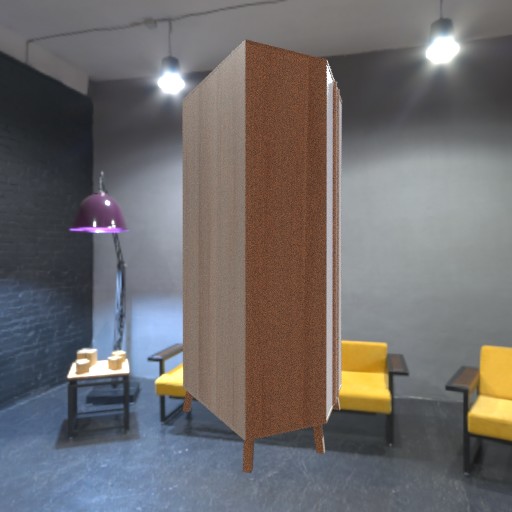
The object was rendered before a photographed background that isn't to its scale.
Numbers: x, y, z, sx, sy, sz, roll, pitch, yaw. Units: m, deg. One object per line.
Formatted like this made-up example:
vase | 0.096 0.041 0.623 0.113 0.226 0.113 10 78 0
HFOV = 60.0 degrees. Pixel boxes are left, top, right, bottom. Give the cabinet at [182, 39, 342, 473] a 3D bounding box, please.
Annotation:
cabinet | 0.000 0.000 2.650 0.969 1.957 1.272 0 0 18
